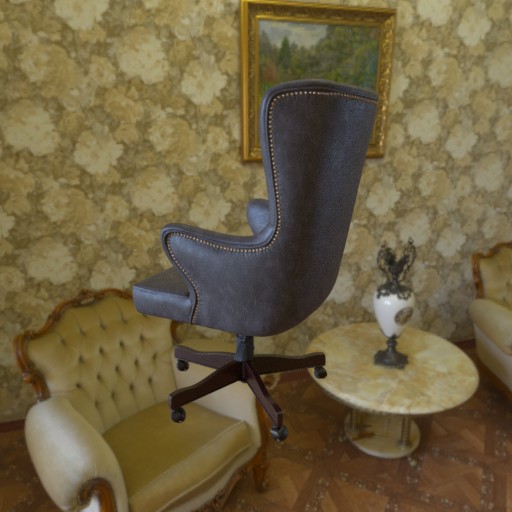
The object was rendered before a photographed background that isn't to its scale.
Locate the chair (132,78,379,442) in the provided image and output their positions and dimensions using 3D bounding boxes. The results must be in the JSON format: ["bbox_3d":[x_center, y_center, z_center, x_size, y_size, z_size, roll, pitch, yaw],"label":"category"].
[{"bbox_3d":[0.000,0.000,1.482,0.717,1.037,0.594,8,18,26],"label":"chair"}]
